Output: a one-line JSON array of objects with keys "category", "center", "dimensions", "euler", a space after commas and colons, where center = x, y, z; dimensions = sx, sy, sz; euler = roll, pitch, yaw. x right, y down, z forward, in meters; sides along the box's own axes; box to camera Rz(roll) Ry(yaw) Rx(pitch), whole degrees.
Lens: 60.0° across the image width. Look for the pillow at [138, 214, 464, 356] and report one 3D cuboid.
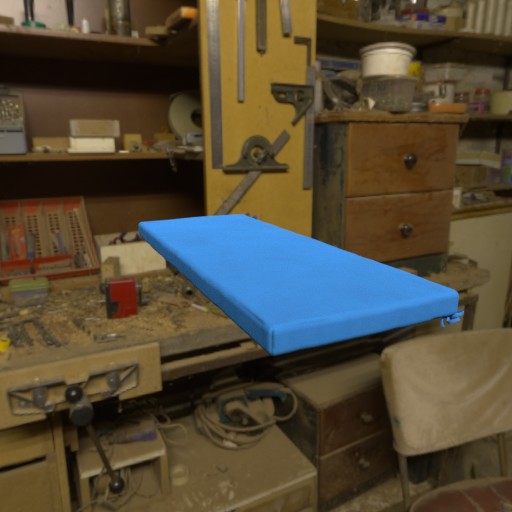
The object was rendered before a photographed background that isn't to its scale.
[{"category": "pillow", "center": [0.000, 0.000, 1.352], "dimensions": [0.492, 0.081, 1.187], "euler": [-7, 16, -25]}]
